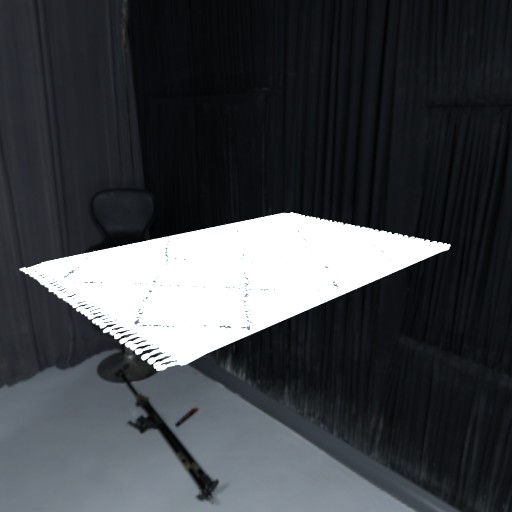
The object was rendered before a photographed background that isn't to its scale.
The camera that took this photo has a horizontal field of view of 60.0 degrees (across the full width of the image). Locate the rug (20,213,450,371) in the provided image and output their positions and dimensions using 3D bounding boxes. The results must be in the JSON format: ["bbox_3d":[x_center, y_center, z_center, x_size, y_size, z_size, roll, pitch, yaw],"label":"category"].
[{"bbox_3d":[0.000,0.000,2.767,2.307,0.031,1.494,-16,23,-41],"label":"rug"}]
